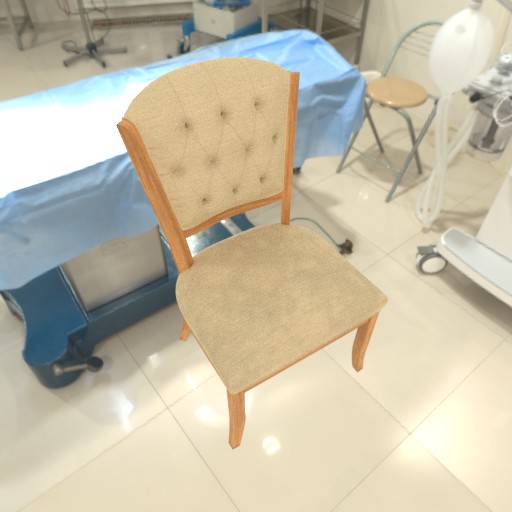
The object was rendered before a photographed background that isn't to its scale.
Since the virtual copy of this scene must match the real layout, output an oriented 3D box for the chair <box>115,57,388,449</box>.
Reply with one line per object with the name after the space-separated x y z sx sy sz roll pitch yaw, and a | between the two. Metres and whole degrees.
0.000 0.000 1.259 0.513 0.905 0.584 -24 51 -21 | chair
